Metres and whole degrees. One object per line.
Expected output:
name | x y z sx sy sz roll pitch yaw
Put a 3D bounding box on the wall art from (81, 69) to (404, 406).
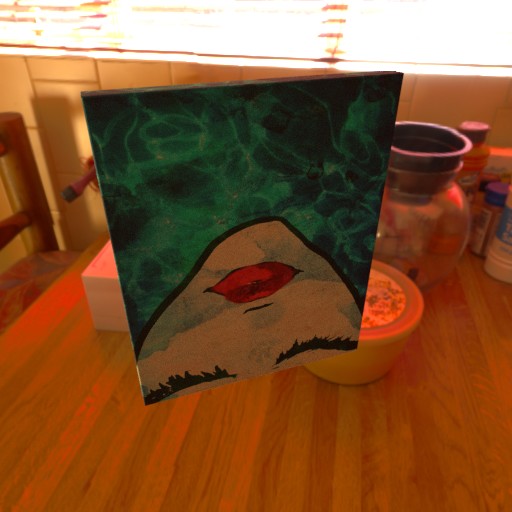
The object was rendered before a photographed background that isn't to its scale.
wall art | 0.000 0.000 1.017 0.609 0.760 0.038 -10 34 -16
